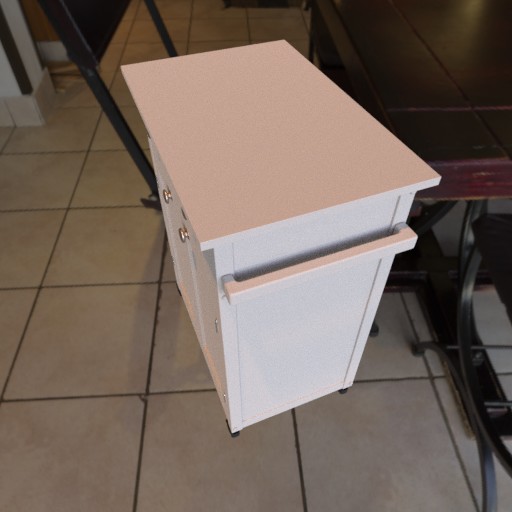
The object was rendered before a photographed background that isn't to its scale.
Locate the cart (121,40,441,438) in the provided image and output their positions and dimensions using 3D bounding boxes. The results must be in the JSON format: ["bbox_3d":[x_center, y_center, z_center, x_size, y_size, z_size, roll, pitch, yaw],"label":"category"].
[{"bbox_3d":[0.000,0.000,1.241,0.442,0.864,0.683,-16,49,-15],"label":"cart"}]
